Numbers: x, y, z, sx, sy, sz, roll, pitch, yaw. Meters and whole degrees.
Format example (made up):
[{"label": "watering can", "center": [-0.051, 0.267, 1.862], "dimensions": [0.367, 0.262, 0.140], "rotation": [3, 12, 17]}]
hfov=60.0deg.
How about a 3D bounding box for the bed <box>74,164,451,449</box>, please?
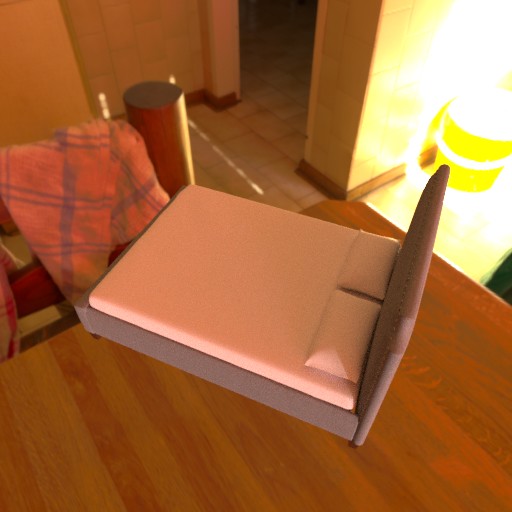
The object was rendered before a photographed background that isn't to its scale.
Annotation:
[{"label": "bed", "center": [0.000, 0.000, 3.445], "dimensions": [2.372, 1.443, 1.712], "rotation": [18, 49, 16]}]
